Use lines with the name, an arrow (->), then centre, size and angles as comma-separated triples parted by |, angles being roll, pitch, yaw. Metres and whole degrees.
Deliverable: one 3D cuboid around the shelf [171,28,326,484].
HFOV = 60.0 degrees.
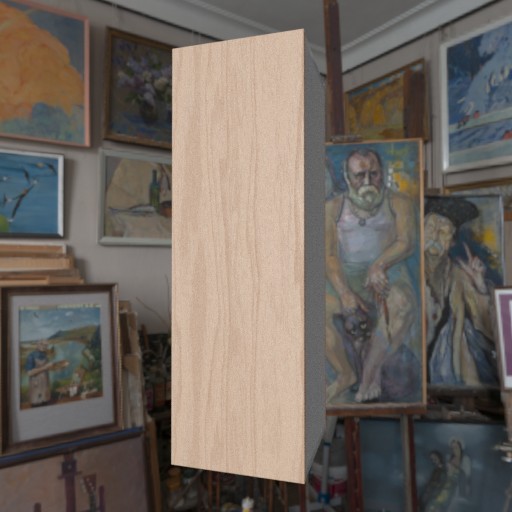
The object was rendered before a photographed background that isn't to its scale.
shelf -> 0.000, 0.000, 1.061 | 0.290, 0.900, 0.300 | 0, -1, 17
